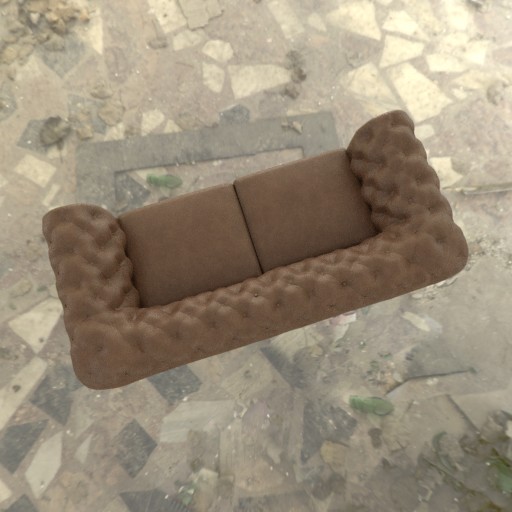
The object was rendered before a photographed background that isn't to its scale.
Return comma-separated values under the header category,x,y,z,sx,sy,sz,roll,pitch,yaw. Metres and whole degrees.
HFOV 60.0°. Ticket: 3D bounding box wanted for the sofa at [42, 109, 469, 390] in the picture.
category,x,y,z,sx,sy,sz,roll,pitch,yaw
sofa,0.000,0.000,2.522,2.048,0.784,0.955,-17,76,-4
